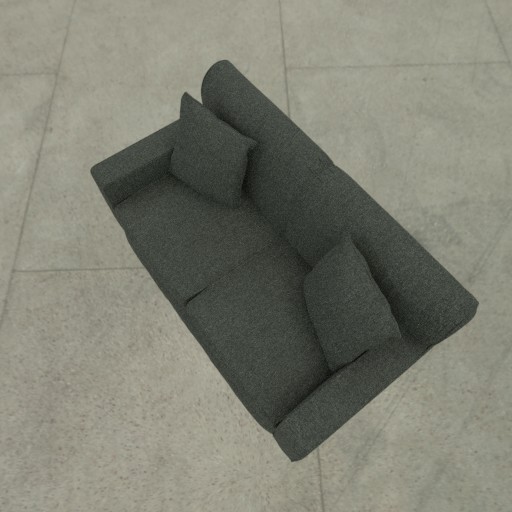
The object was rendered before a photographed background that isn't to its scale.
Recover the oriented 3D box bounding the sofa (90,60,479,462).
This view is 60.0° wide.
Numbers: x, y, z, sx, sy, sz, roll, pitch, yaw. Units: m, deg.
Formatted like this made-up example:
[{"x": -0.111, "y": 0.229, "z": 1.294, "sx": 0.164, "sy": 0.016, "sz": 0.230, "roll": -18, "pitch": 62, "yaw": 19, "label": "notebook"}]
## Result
[{"x": 0.000, "y": 0.000, "z": 2.385, "sx": 0.998, "sy": 0.958, "sz": 1.846, "roll": -34, "pitch": 69, "yaw": -15, "label": "sofa"}]
